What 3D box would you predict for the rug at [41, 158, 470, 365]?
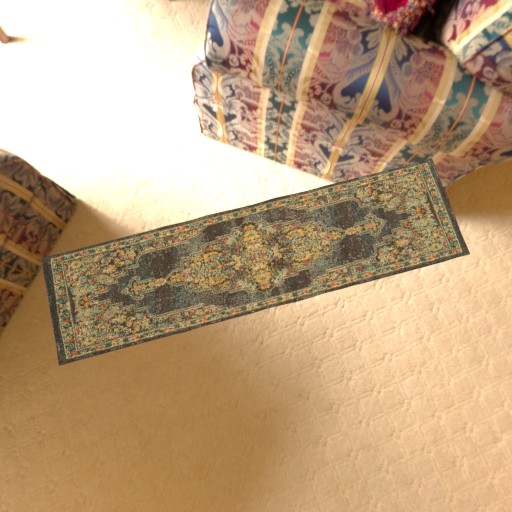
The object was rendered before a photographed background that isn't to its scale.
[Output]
[{"bbox_3d":[0.000,0.000,2.432,2.283,0.016,0.602,-15,76,-4],"label":"rug"}]
